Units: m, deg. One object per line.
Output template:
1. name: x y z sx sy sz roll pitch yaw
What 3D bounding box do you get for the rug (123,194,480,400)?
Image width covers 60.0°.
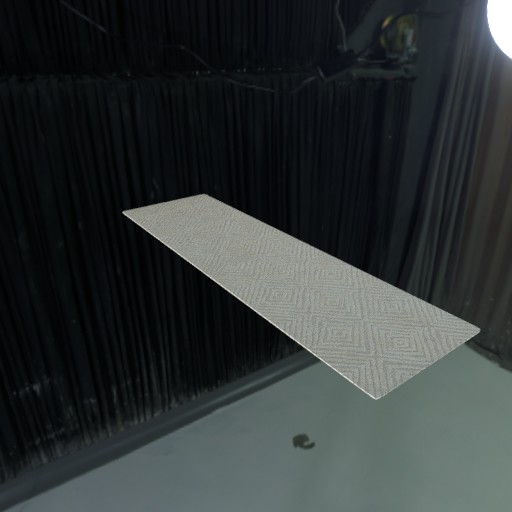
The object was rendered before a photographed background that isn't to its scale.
1. rug: 0.000 0.000 2.504 0.676 0.008 2.277 -18 31 -32
